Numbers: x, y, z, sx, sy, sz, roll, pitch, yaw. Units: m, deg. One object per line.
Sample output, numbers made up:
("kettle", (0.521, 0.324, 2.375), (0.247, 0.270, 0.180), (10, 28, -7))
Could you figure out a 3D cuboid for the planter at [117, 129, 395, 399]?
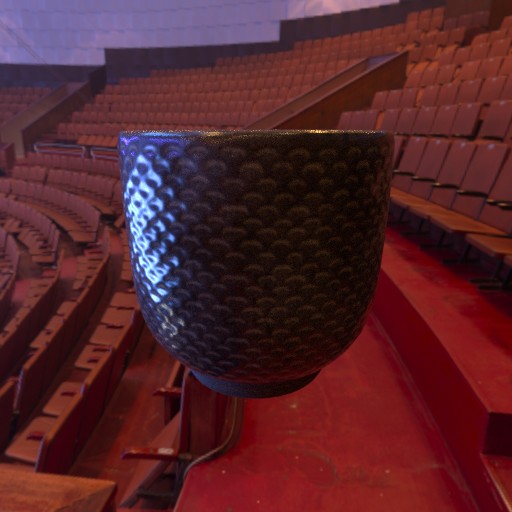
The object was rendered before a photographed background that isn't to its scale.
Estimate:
("planter", (0.000, 0.000, 0.351), (0.197, 0.191, 0.197), (0, 15, 0))
